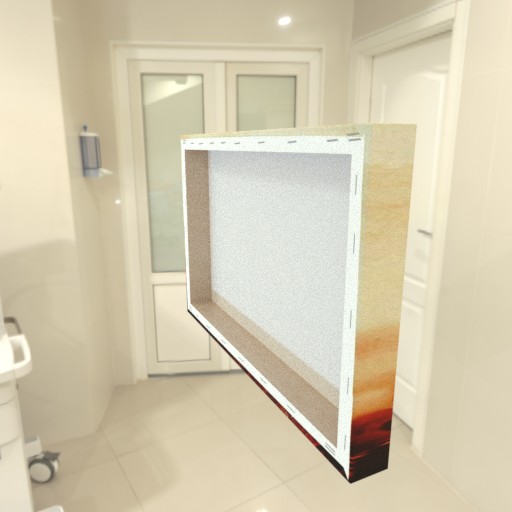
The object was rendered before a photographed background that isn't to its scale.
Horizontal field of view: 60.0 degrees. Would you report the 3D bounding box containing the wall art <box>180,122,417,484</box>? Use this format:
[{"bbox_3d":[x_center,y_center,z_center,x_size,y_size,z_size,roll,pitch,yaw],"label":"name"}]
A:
[{"bbox_3d":[0.000,0.000,0.464,0.037,0.251,0.383,-7,16,-25],"label":"wall art"}]
